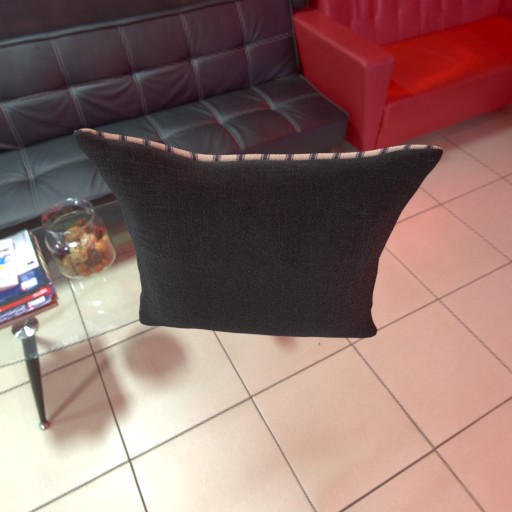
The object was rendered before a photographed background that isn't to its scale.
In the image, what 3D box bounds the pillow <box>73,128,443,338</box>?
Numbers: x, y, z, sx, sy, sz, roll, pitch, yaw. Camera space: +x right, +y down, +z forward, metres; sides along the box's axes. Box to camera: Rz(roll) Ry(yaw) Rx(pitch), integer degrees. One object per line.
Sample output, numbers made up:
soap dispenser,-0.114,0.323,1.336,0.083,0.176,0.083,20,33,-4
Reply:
pillow,0.000,0.000,0.714,0.468,0.444,0.138,3,48,3
